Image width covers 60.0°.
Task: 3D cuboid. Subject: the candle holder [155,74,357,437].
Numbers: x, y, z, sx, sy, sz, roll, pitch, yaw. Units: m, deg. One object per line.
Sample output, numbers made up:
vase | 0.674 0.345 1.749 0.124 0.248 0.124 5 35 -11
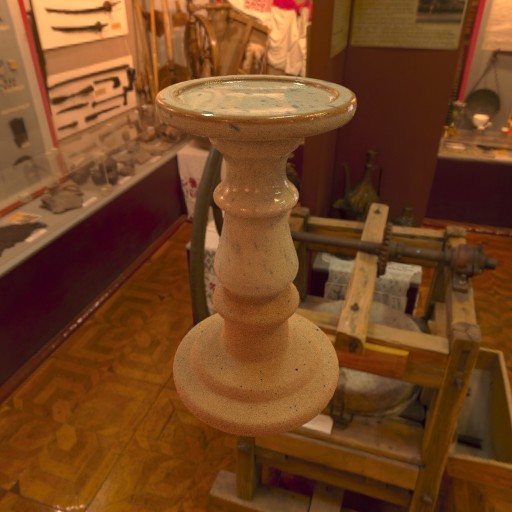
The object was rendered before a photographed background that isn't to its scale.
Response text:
candle holder | 0.000 0.000 0.284 0.123 0.202 0.123 0 32 0
